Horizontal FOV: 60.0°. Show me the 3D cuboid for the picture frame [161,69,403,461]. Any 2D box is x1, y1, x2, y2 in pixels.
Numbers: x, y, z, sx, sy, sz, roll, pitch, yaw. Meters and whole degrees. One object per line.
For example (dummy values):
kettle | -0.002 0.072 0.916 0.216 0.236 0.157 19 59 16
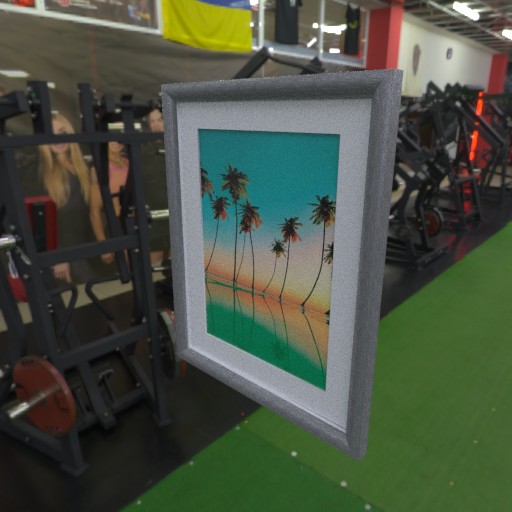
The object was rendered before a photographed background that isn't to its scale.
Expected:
picture frame | 0.000 0.000 0.751 0.454 0.559 0.029 16 24 41
